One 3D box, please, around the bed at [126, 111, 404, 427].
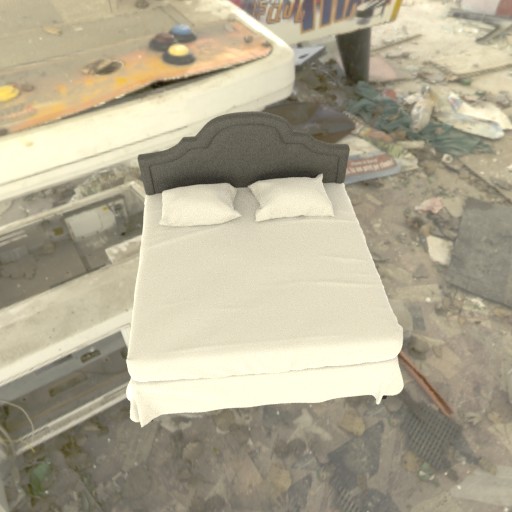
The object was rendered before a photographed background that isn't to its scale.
[{"bbox_3d":[0.000,0.000,3.769,2.303,1.631,2.222,-4,46,-4],"label":"bed"}]
